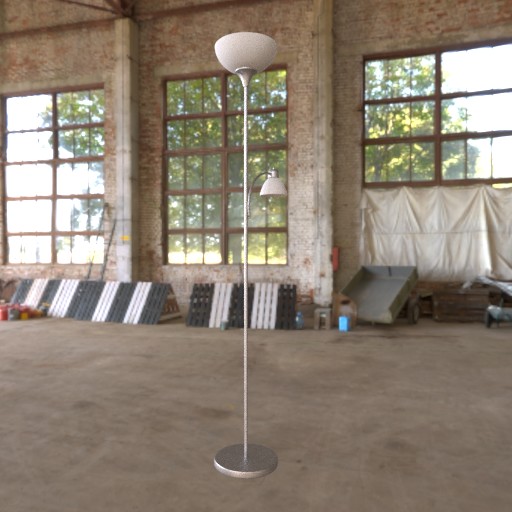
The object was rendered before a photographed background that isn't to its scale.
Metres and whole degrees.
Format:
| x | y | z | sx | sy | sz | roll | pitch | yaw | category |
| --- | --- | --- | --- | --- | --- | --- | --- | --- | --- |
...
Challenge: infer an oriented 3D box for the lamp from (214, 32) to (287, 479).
| x | y | z | sx | sy | sz | roll | pitch | yaw | category |
| --- | --- | --- | --- | --- | --- | --- | --- | --- | --- |
| 0.000 | 0.000 | 1.987 | 0.279 | 1.804 | 0.425 | 0 | 0 | 34 | lamp |
